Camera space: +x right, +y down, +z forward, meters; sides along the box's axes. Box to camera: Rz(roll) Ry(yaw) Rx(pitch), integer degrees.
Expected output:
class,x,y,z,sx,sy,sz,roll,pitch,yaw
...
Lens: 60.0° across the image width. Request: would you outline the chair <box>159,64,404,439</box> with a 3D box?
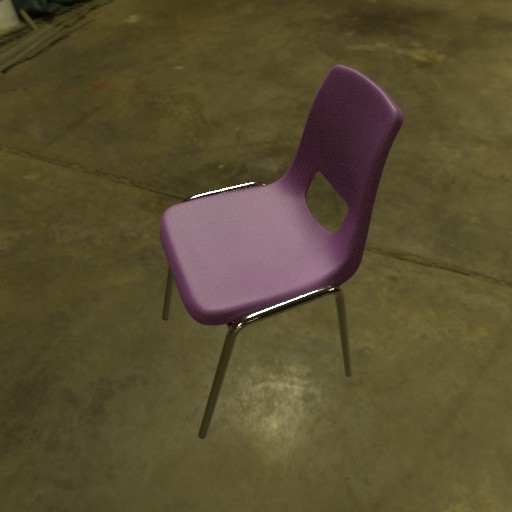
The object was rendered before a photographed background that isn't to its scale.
class,x,y,z,sx,sy,sz,roll,pitch,yaw
chair,0.000,0.000,0.954,0.432,0.704,0.381,-16,48,-15
